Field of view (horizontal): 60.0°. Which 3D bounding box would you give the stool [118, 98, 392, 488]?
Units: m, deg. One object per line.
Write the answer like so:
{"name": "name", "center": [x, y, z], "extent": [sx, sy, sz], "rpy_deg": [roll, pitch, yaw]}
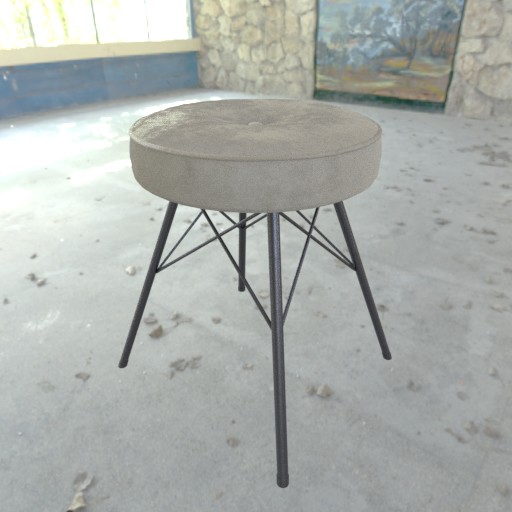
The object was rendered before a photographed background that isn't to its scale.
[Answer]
{"name": "stool", "center": [0.000, 0.000, 0.858], "extent": [0.457, 0.538, 0.423], "rpy_deg": [22, 35, 34]}
